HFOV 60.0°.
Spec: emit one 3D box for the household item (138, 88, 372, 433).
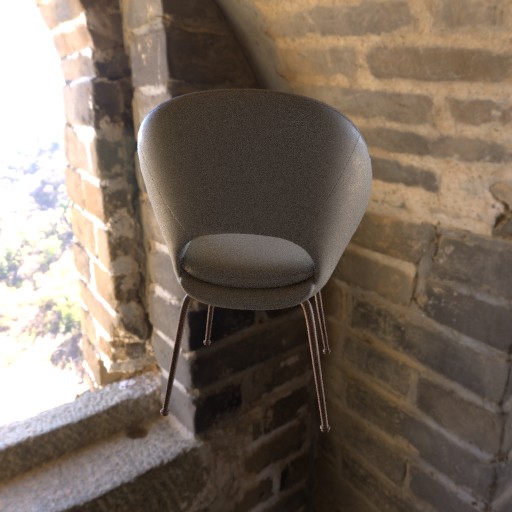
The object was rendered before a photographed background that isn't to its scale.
[{"bbox_3d":[0.000,0.000,1.275,0.623,0.852,0.573,2,15,9],"label":"household item"}]
